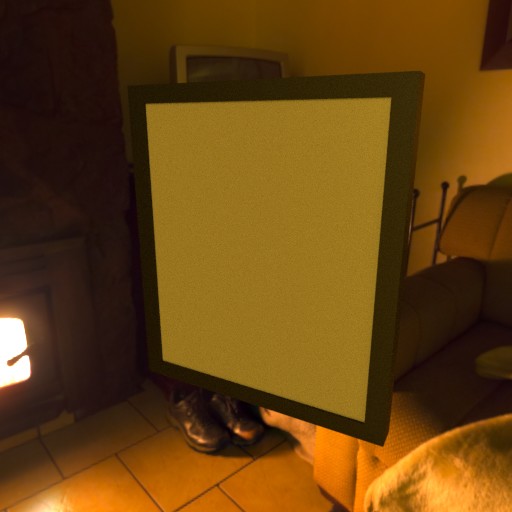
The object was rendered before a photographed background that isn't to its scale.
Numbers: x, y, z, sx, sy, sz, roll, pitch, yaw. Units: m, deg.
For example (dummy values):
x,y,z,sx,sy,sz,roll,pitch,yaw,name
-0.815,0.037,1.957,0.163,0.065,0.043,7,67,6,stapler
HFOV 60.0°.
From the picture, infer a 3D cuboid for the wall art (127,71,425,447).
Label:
x,y,z,sx,sy,sz,roll,pitch,yaw,name
0.000,0.000,0.516,0.330,0.381,0.029,9,19,27,wall art
